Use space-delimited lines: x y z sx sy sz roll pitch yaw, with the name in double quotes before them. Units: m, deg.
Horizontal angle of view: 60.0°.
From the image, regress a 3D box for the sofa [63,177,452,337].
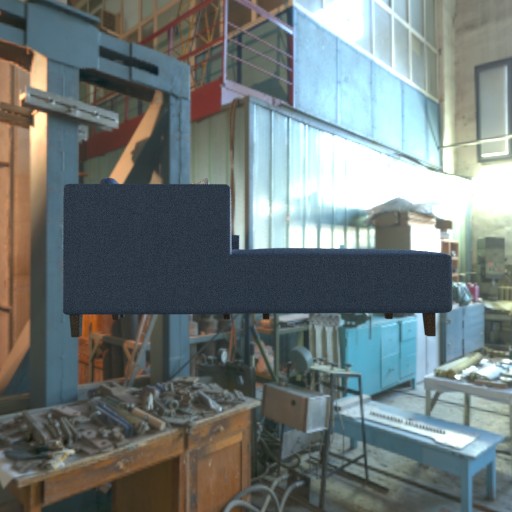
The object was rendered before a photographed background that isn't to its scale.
"sofa" 0.000 0.000 3.109 1.829 0.787 2.120 0 -1 -1
